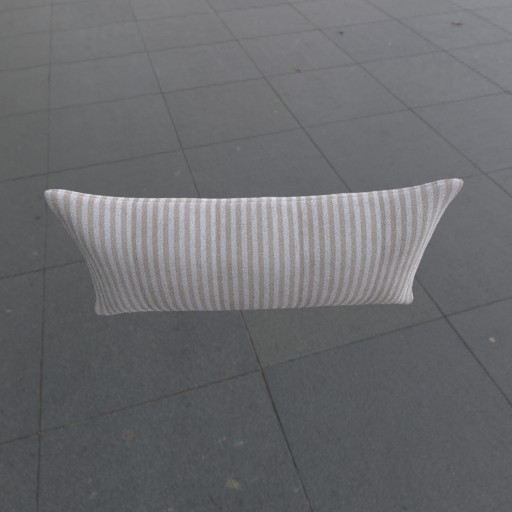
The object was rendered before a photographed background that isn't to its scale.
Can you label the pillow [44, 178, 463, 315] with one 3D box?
[{"bbox_3d":[0.000,0.000,0.751,0.617,0.295,0.151,-2,46,-2],"label":"pillow"}]
